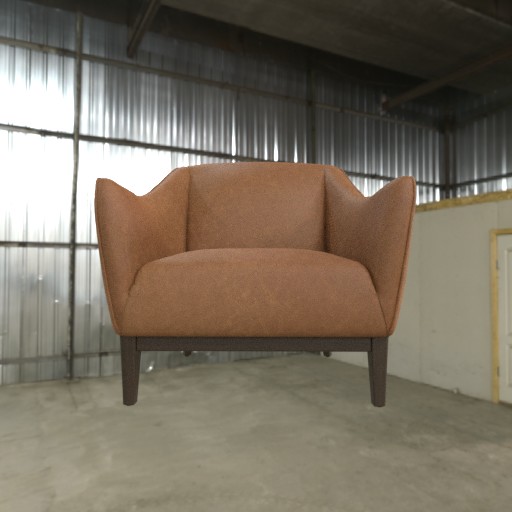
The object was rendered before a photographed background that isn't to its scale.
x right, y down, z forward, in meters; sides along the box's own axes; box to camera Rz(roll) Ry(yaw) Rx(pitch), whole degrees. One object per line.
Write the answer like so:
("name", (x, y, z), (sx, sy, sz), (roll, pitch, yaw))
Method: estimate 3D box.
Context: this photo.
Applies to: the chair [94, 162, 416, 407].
("chair", (0.000, 0.000, 1.560), (0.871, 0.830, 0.852), (0, -1, 1))
